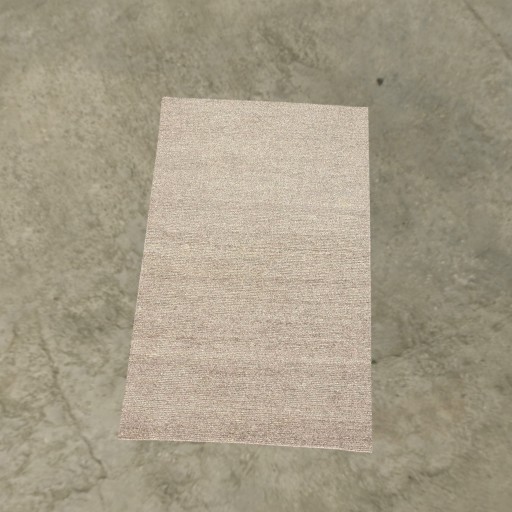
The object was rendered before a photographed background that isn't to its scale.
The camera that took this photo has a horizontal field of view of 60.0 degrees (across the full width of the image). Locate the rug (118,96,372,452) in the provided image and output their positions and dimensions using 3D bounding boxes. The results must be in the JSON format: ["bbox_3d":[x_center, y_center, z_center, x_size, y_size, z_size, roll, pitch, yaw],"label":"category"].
[{"bbox_3d":[0.000,0.000,2.235,1.154,0.021,1.792,3,75,1],"label":"rug"}]
